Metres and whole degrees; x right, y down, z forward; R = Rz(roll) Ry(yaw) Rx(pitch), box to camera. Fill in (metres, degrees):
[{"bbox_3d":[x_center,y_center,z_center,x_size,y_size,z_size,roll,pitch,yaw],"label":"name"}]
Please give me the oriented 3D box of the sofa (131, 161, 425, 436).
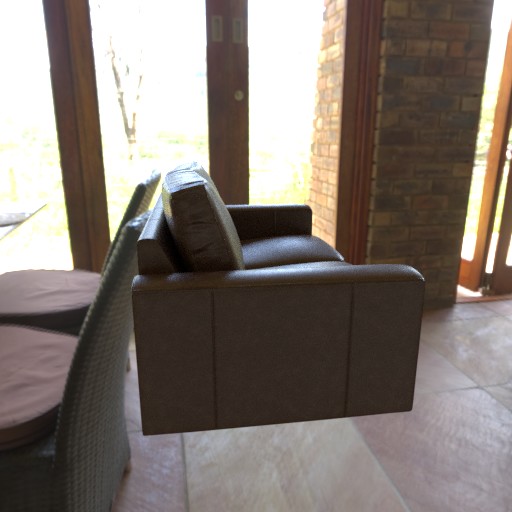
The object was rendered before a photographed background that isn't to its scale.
[{"bbox_3d":[0.000,0.000,2.228,1.016,0.873,1.616,-2,16,-8],"label":"sofa"}]
